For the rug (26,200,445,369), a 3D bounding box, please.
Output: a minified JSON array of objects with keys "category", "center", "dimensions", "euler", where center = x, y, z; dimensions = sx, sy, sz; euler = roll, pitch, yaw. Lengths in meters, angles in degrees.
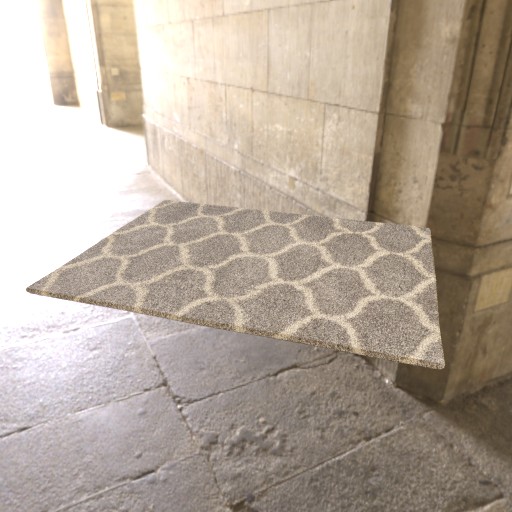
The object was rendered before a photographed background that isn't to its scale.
[{"category":"rug","center":[0.000,0.000,2.100],"dimensions":[1.600,0.025,1.200],"euler":[8,27,16]}]
